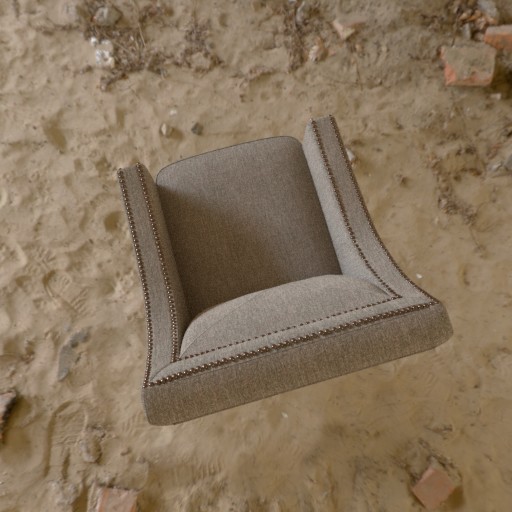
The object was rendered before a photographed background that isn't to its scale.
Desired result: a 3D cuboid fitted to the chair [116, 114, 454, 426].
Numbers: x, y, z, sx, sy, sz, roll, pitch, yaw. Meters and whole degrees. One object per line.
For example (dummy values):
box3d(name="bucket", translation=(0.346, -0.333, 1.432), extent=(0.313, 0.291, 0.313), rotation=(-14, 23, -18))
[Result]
box3d(name="chair", translation=(0.000, 0.000, 1.592), extent=(0.776, 0.967, 0.884), rotation=(-15, 77, -4))
